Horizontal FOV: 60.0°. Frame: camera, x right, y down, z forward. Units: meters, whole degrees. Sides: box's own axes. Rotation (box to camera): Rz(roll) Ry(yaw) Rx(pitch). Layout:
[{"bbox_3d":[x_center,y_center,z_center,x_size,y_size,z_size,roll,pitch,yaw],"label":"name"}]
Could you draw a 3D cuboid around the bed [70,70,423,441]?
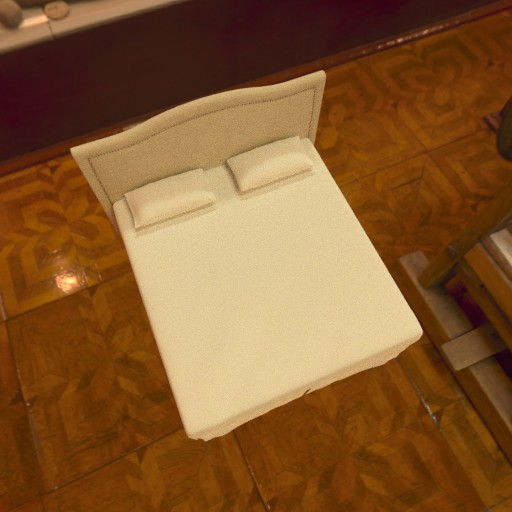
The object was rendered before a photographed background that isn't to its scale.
[{"bbox_3d":[0.000,0.000,3.556,2.083,1.421,2.182,-21,66,-10],"label":"bed"}]
